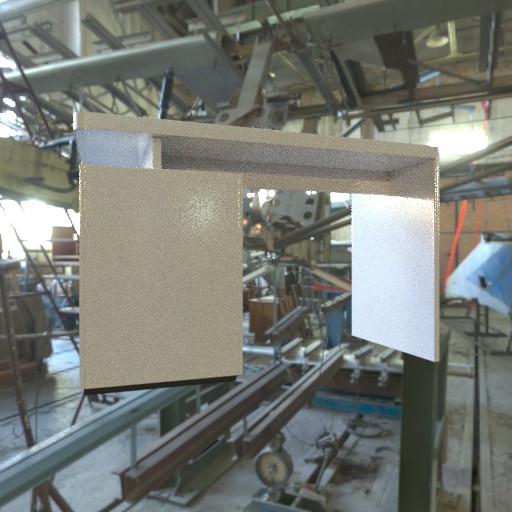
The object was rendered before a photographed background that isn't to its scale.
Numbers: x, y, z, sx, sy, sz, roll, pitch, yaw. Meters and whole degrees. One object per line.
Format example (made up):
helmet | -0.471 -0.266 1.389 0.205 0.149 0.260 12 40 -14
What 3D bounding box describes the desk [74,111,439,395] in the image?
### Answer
desk | 0.000 0.000 1.608 1.200 0.760 0.550 0 0 -19
